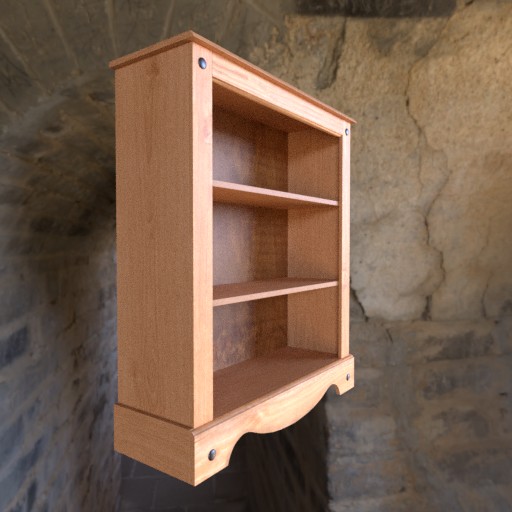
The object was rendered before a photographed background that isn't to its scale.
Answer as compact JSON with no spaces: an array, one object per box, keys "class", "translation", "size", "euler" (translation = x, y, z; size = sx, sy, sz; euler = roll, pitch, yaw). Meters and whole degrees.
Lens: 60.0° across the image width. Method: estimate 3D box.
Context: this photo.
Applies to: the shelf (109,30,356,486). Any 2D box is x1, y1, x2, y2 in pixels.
[{"class":"shelf","translation":[0.000,0.000,1.370],"size":[0.291,0.980,0.840],"euler":[1,2,36]}]
